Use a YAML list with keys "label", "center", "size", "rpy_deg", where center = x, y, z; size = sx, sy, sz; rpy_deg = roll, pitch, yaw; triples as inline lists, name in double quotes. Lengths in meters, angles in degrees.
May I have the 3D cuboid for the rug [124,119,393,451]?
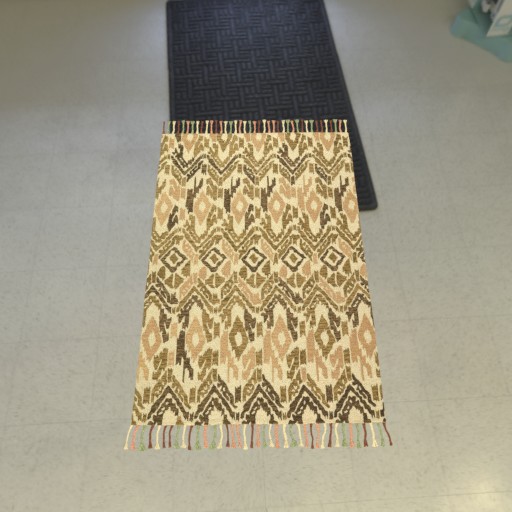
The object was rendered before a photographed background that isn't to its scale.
- label: "rug"
  center: [0.000, 0.000, 3.038]
  size: [1.524, 0.008, 2.438]
  rpy_deg: [-1, 64, 0]
